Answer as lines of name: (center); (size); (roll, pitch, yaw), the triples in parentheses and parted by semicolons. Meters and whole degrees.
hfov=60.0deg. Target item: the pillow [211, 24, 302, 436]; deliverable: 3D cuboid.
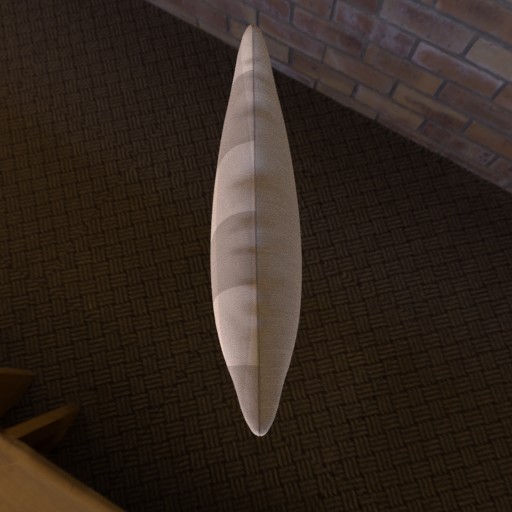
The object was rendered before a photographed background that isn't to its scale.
pillow: (0.000, 0.000, 0.770); (0.161, 0.509, 0.511); (-1, 77, 0)
